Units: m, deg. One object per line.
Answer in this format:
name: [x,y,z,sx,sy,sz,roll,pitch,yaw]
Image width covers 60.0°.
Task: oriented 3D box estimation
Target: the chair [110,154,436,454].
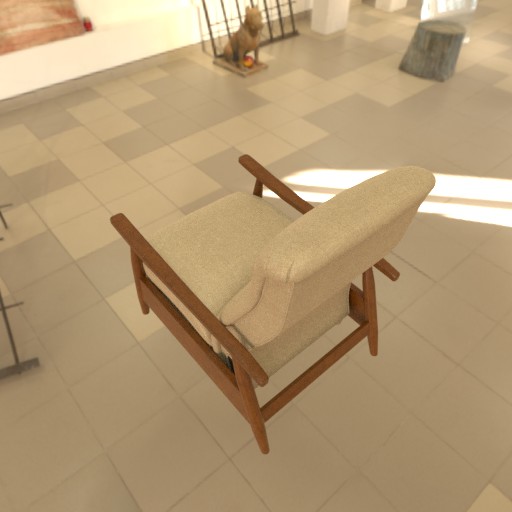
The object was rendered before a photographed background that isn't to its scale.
chair: [0.000,0.000,1.835,0.762,1.082,1.030,-32,53,-27]
